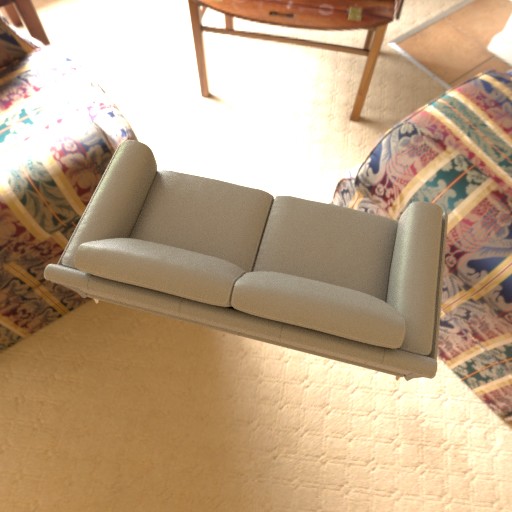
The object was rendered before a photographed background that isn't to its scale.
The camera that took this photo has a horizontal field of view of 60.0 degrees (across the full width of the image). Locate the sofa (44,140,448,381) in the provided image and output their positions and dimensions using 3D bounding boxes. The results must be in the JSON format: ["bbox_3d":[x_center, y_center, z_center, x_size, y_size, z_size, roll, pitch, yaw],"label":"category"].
[{"bbox_3d":[0.000,0.000,2.627,2.101,0.930,1.049,13,64,7],"label":"sofa"}]
